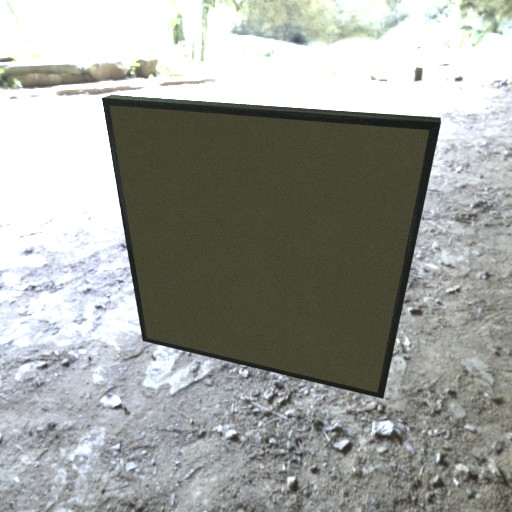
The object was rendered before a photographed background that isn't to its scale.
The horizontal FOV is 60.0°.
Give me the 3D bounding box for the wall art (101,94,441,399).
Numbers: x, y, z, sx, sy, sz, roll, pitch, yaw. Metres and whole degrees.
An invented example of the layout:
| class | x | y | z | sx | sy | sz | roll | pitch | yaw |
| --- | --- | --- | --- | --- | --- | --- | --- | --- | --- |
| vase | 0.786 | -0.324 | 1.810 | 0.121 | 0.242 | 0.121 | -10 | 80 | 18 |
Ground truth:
| class | x | y | z | sx | sy | sz | roll | pitch | yaw |
| --- | --- | --- | --- | --- | --- | --- | --- | --- | --- |
| wall art | 0.000 | 0.000 | 1.163 | 0.762 | 0.758 | 0.043 | 10 | 32 | 16 |
